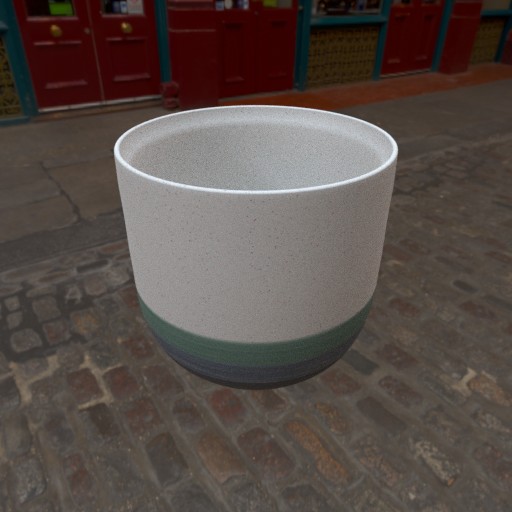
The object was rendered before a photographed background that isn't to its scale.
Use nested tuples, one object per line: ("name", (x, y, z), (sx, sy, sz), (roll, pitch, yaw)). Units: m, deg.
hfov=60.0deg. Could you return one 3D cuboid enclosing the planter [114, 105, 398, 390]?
("planter", (0.000, 0.000, 0.499), (0.268, 0.270, 0.268), (0, 32, 0))
